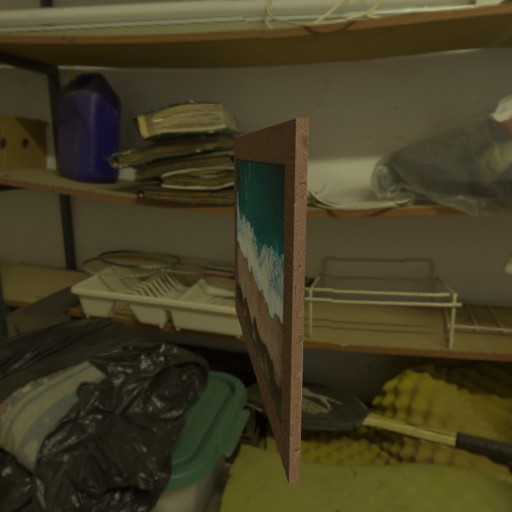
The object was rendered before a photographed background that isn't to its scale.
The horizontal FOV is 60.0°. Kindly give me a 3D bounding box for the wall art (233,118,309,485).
[{"bbox_3d":[0.000,0.000,1.163,0.019,0.626,0.917,-2,13,-8],"label":"wall art"}]
